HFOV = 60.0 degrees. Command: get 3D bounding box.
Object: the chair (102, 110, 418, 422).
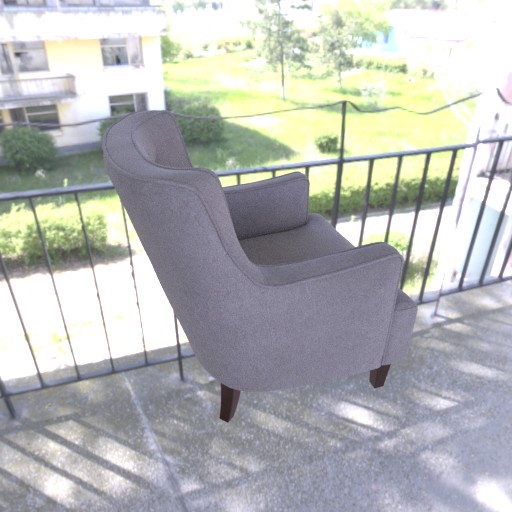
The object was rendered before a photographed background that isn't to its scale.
[{"bbox_3d":[0.000,0.000,1.587,0.910,0.919,0.781,-10,32,-16],"label":"chair"}]
